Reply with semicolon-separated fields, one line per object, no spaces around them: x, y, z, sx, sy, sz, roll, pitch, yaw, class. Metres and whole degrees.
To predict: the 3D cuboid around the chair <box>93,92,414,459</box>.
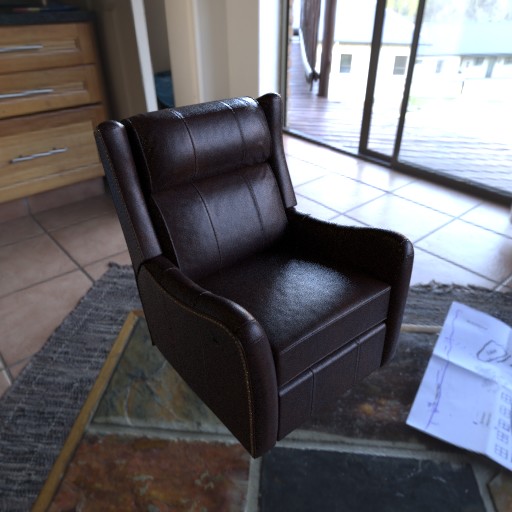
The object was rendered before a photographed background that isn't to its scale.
0.000;0.000;1.834;0.869;1.084;1.008;-23;38;-32;chair
